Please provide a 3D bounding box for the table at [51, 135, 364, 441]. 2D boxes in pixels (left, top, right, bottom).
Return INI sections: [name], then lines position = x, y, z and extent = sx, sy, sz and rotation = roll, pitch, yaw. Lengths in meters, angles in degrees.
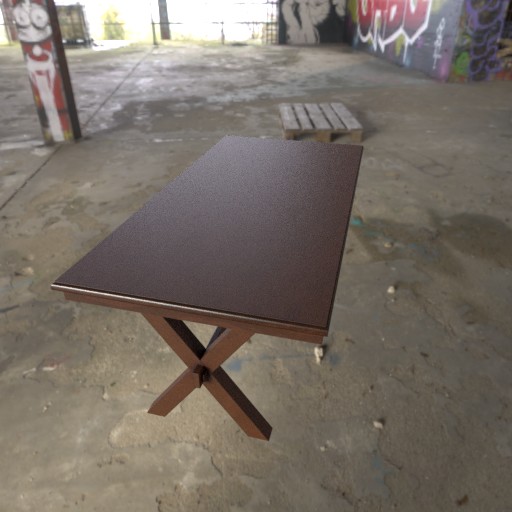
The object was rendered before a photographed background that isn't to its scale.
[table]
position = 0.000, 0.000, 1.496
extent = 0.594, 0.459, 1.197
rotation = 8, 32, 13
